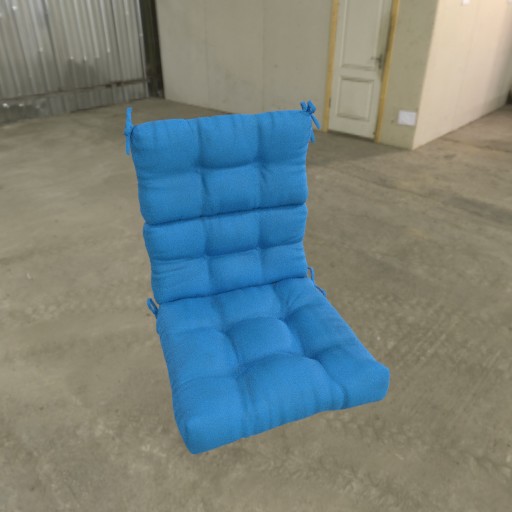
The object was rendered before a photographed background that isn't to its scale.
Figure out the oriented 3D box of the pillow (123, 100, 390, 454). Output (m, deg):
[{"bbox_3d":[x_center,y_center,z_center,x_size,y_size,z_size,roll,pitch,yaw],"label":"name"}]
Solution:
[{"bbox_3d":[0.000,0.000,1.048,0.519,0.605,0.571,-10,32,-16],"label":"pillow"}]
